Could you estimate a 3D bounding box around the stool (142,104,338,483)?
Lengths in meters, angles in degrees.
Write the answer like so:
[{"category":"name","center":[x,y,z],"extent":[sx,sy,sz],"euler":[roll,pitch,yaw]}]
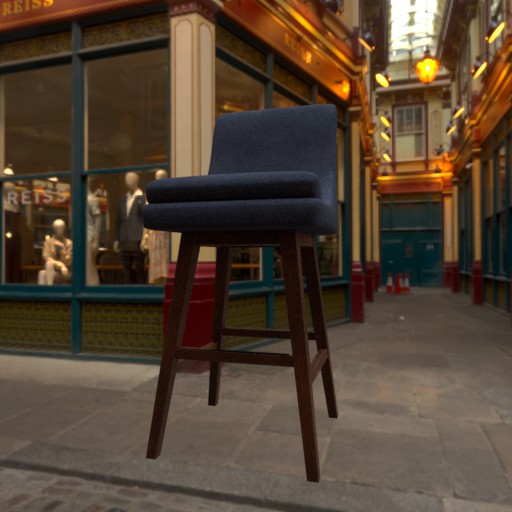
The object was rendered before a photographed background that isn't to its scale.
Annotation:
[{"category":"stool","center":[0.000,0.000,1.369],"extent":[0.489,1.068,0.572],"euler":[0,0,16]}]
